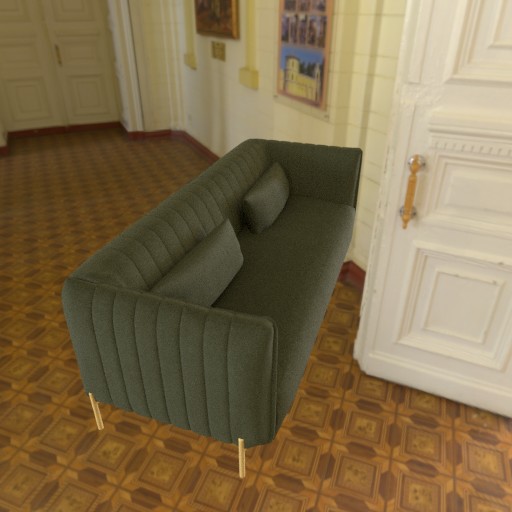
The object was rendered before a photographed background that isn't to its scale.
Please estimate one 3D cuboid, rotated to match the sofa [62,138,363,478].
[{"bbox_3d":[0.000,0.000,2.548,0.896,0.793,2.137,10,32,17],"label":"sofa"}]
